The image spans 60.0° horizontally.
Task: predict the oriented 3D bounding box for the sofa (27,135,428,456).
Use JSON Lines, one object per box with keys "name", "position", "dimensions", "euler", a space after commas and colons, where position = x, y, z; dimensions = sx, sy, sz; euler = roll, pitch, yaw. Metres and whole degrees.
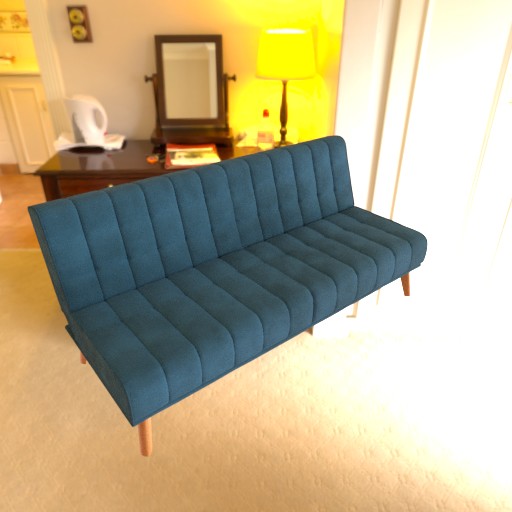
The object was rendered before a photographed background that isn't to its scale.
{"name": "sofa", "position": [0.000, 0.000, 2.256], "dimensions": [1.804, 0.813, 0.855], "euler": [-22, 36, -33]}
